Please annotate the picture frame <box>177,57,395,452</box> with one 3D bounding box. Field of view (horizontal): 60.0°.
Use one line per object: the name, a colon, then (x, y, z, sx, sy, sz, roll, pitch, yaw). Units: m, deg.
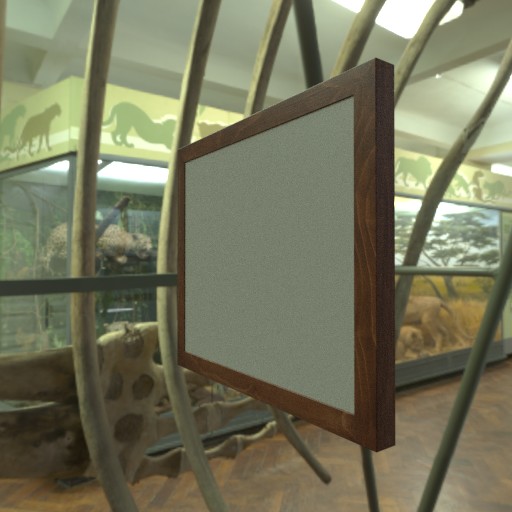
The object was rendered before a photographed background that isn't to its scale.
picture frame: (0.000, 0.000, 0.532, 0.025, 0.330, 0.381, 0, -1, -35)
